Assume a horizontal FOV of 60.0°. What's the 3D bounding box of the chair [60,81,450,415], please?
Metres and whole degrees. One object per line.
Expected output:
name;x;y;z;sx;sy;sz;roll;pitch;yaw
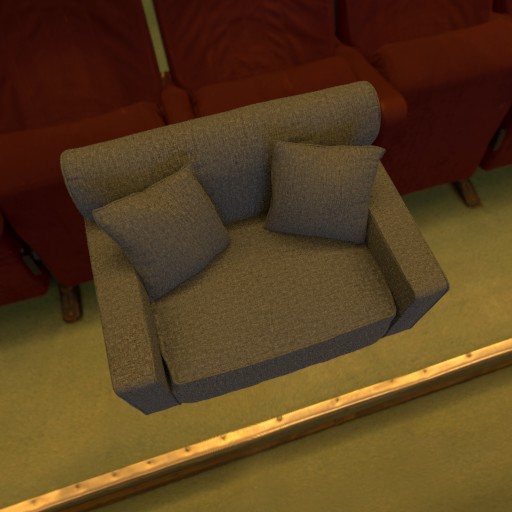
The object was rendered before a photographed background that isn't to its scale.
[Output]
chair;0.000;0.000;2.037;1.383;0.948;1.000;-16;64;-8
